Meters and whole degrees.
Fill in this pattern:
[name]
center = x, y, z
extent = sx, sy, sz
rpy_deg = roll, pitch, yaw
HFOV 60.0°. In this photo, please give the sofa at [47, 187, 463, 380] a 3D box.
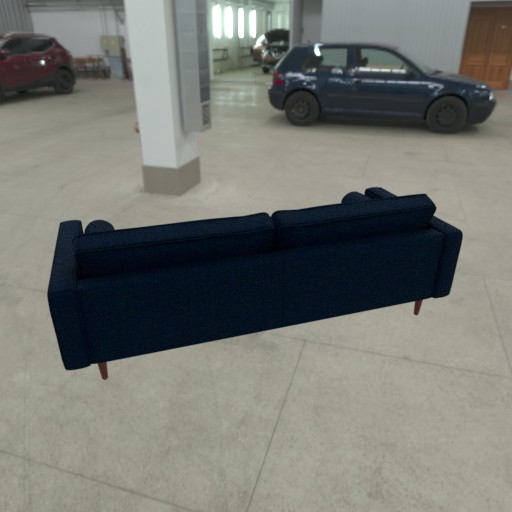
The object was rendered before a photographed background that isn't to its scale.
[sofa]
center = 0.000, 0.000, 2.679
extent = 2.210, 0.762, 0.914
rpy_deg = -8, 28, -16
